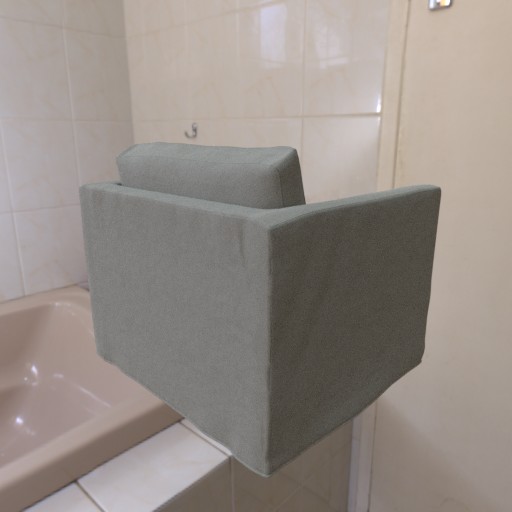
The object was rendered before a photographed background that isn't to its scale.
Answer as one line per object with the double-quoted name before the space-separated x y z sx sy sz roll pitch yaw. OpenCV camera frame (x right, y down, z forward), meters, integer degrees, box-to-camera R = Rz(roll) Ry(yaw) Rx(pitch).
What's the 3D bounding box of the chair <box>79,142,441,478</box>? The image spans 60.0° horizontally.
"chair" 0.000 0.000 1.730 0.949 0.863 1.057 -15 21 -43
